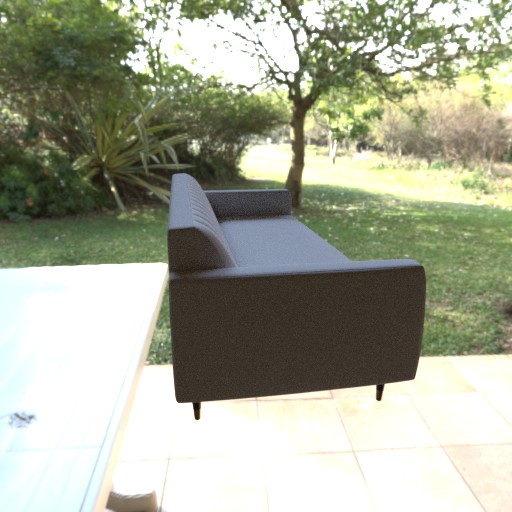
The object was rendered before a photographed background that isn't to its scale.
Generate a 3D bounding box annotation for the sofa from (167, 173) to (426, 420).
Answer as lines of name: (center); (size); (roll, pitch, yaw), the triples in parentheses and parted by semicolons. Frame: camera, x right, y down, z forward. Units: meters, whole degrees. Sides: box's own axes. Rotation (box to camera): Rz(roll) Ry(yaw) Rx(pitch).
sofa: (0.000, 0.000, 2.696); (0.990, 0.821, 2.291); (-3, 16, -9)
